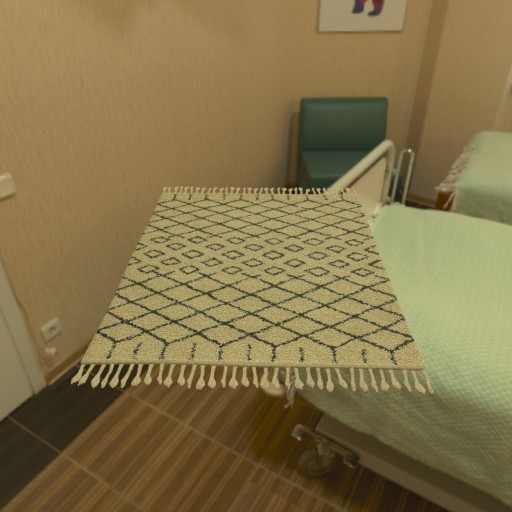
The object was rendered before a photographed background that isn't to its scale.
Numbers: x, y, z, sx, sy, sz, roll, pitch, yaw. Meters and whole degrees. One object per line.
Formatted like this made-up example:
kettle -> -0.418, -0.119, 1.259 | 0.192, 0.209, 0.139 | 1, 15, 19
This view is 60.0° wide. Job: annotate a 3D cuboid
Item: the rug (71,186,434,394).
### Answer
rug -> 0.000, 0.000, 4.223 | 2.388, 0.030, 3.213 | 1, 33, 1
